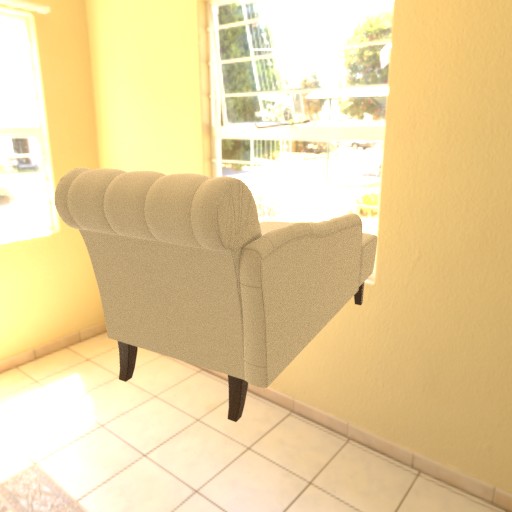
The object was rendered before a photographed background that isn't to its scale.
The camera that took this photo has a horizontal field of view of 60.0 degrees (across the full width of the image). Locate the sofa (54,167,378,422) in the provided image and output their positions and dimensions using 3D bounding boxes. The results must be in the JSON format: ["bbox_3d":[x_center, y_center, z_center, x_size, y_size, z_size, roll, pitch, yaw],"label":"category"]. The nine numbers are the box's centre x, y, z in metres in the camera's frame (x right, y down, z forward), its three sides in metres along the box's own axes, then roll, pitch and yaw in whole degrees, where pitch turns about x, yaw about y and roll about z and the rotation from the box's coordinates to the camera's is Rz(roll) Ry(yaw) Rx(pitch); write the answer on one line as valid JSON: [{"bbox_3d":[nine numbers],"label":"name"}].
[{"bbox_3d":[0.000,0.000,1.828,0.675,0.787,1.379,9,18,28],"label":"sofa"}]
